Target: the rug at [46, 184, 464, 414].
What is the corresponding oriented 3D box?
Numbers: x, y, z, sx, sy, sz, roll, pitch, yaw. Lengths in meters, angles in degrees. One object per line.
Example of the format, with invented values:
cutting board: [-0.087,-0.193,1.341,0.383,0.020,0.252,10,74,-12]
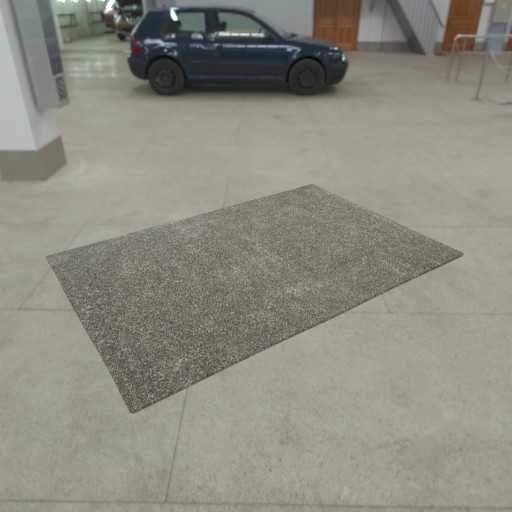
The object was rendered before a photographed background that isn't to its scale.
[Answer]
rug: [0.000,0.000,3.435,2.699,0.026,1.802,-19,35,-29]
